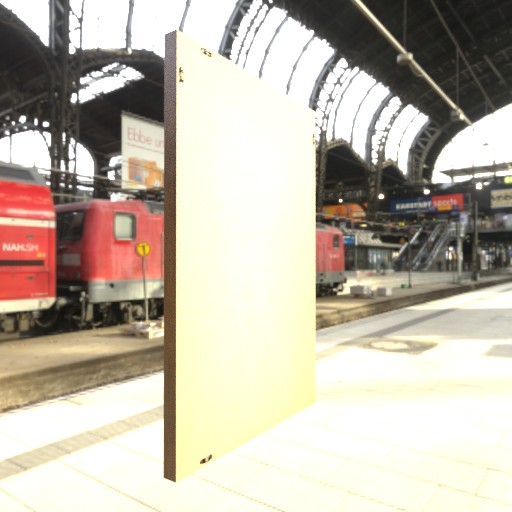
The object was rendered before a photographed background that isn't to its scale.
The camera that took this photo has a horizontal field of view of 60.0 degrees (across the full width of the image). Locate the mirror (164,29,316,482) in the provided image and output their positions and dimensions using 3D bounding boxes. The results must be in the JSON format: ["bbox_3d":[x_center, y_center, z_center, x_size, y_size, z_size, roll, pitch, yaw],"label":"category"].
[{"bbox_3d":[0.000,0.000,1.152,0.040,0.915,0.609,0,-1,35],"label":"mirror"}]
